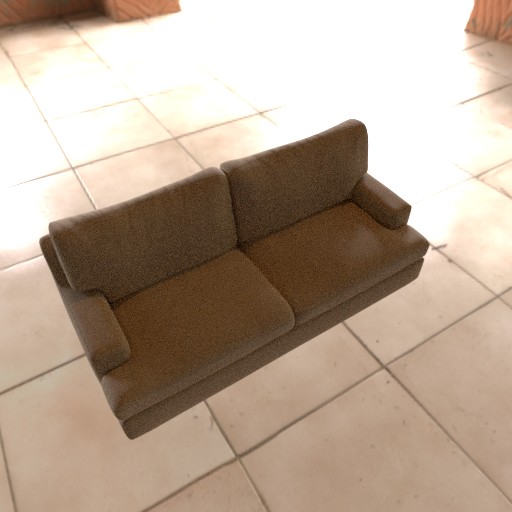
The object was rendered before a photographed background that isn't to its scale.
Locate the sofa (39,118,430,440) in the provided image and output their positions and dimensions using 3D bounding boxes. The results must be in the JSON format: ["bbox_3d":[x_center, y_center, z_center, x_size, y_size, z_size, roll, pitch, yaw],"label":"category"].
[{"bbox_3d":[0.000,0.000,2.647,2.147,0.925,0.929,-24,50,-22],"label":"sofa"}]
